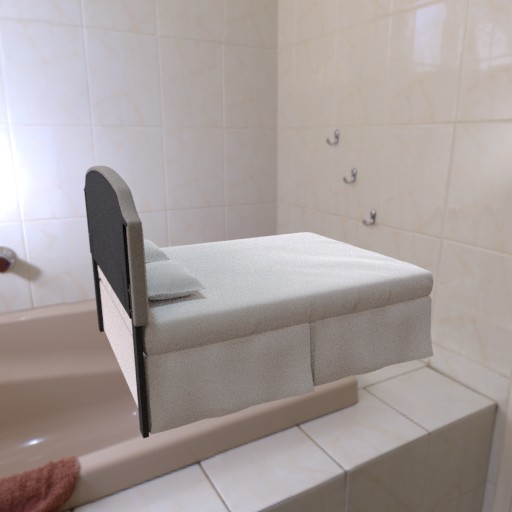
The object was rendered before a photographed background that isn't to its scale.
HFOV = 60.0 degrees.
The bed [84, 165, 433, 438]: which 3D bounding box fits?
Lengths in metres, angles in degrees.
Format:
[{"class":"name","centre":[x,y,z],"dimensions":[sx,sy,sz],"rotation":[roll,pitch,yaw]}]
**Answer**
[{"class":"bed","centre":[0.000,0.000,3.070],"dimensions":[1.999,1.270,1.558],"rotation":[-7,17,-26]}]
